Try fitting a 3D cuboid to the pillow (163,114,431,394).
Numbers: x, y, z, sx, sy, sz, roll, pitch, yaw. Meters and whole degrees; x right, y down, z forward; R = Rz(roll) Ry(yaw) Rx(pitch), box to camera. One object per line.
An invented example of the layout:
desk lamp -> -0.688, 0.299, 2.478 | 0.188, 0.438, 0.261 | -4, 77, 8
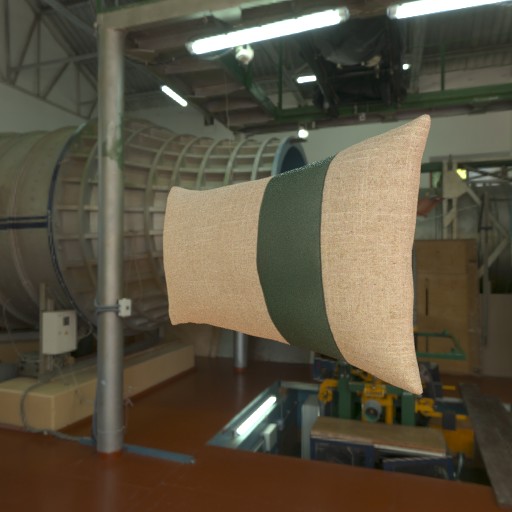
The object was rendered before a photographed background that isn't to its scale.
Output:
pillow -> 0.000, 0.000, 1.007 | 0.197, 0.429, 0.859 | 0, -1, -37
